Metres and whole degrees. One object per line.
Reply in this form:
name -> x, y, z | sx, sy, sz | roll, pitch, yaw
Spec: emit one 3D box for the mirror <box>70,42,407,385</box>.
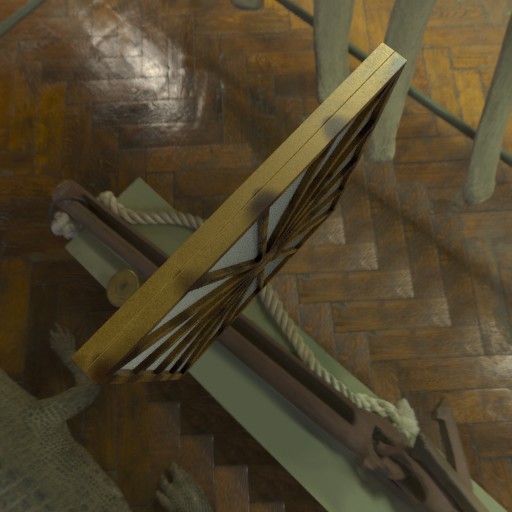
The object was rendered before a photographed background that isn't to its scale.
mirror -> 0.000, 0.000, 0.733 | 0.042, 0.507, 0.509 | 41, 79, 10
